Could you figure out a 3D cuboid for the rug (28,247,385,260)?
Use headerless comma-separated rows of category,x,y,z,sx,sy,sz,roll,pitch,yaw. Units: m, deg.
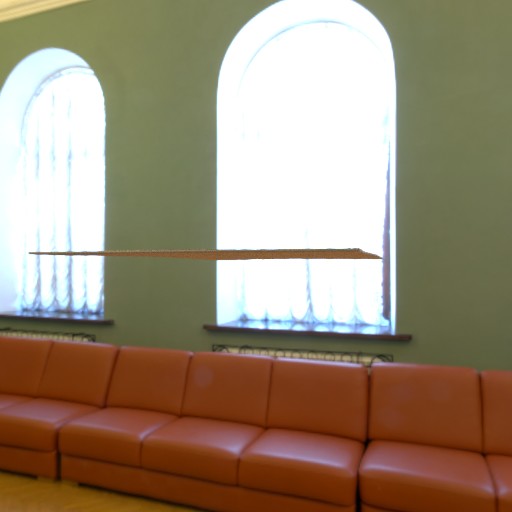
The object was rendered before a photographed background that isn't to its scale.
rug,0.000,0.000,3.038,1.609,0.030,2.342,0,-1,19
